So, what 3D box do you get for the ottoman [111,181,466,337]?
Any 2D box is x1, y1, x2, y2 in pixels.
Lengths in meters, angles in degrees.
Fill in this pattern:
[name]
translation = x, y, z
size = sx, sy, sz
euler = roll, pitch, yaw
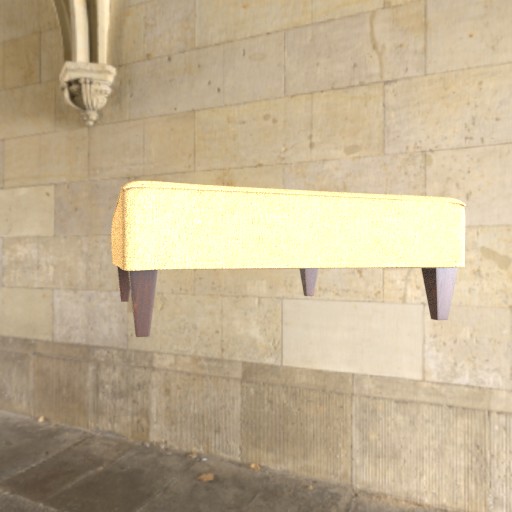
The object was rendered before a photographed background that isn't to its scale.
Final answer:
[ottoman]
translation = 0.000, 0.000, 1.583
size = 0.970, 0.378, 0.981
euler = 0, 0, -19
